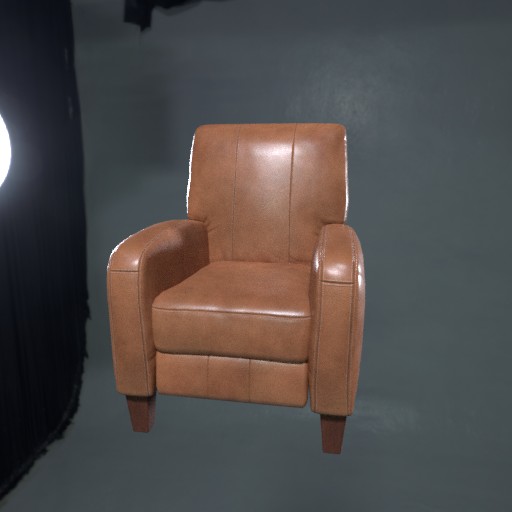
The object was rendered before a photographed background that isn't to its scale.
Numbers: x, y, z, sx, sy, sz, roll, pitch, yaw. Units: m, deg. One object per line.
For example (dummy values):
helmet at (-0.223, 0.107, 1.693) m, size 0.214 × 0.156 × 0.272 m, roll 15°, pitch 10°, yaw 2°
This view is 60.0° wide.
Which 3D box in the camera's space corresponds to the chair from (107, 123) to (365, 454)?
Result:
chair at (0.000, 0.000, 1.670) m, size 0.762 × 0.990 × 0.990 m, roll 2°, pitch 14°, yaw 9°
